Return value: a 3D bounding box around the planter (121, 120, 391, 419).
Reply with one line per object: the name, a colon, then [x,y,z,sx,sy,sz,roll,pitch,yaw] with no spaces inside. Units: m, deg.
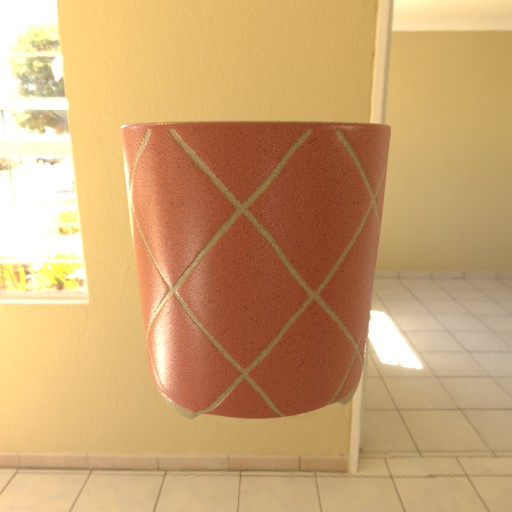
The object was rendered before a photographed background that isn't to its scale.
planter: [0.000,0.000,0.417,0.227,0.235,0.227,0,15,0]
